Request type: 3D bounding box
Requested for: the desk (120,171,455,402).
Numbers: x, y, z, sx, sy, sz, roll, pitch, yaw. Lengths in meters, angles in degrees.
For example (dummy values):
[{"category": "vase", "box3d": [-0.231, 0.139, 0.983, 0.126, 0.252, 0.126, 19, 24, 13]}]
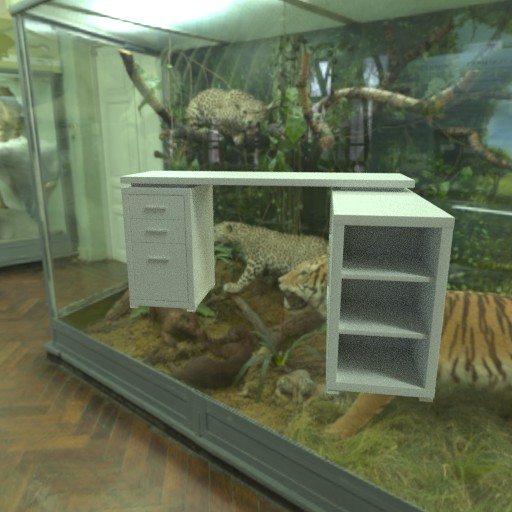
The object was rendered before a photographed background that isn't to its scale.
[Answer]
[{"category": "desk", "box3d": [0.000, 0.000, 2.237, 1.524, 0.753, 1.200, 2, 15, 9]}]
